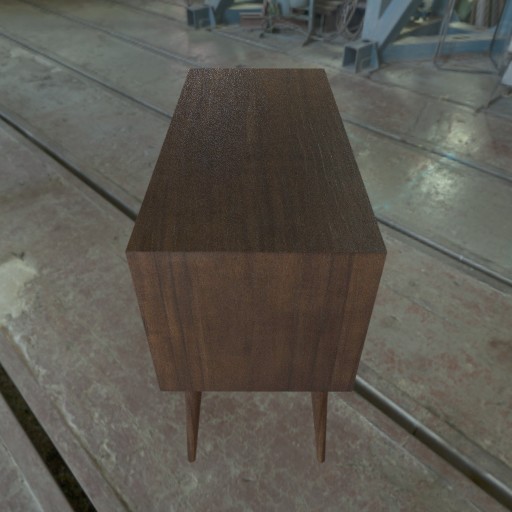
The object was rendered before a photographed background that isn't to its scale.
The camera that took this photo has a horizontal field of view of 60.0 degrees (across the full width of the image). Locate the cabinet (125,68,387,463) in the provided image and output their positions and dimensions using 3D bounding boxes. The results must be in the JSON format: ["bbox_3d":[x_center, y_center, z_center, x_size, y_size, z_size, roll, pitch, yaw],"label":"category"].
[{"bbox_3d":[0.000,0.000,1.090,0.354,0.654,0.743,0,41,0],"label":"cabinet"}]
